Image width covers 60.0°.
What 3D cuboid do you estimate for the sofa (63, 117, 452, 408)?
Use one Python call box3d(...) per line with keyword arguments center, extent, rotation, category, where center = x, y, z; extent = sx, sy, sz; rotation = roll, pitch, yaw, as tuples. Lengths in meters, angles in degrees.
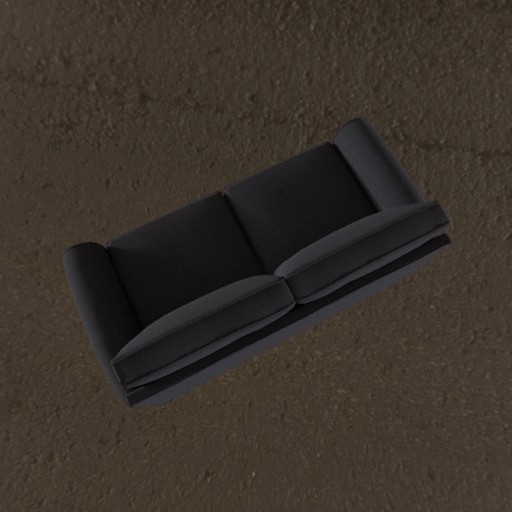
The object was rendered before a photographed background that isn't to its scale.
box3d(center=(0.000, 0.000, 2.568), extent=(2.009, 1.031, 0.951), rotation=(-26, 75, -8), category="sofa")
